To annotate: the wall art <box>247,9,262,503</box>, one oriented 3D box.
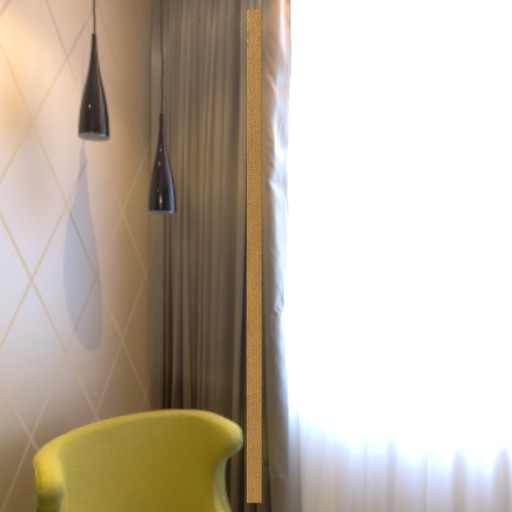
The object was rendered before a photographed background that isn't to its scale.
[{"bbox_3d":[0.000,0.000,1.298,0.030,1.002,0.798,0,0,0],"label":"wall art"}]
